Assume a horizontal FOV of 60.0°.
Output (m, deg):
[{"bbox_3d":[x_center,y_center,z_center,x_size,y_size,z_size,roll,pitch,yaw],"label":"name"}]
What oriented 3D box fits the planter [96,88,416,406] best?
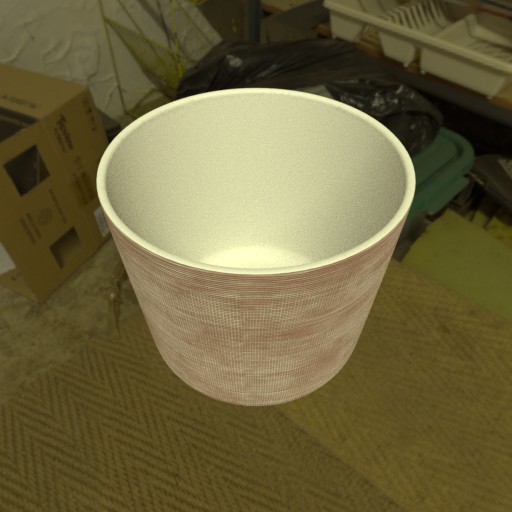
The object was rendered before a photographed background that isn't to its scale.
[{"bbox_3d":[0.000,0.000,0.771,0.440,0.398,0.440,0,46,0],"label":"planter"}]
